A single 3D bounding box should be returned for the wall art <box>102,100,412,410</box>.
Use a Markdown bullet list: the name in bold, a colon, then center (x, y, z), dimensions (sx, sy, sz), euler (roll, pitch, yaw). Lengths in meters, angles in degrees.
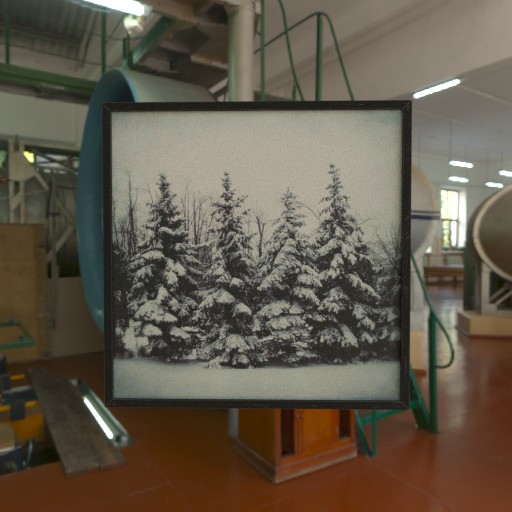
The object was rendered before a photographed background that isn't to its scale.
- **wall art**: center (0.000, 0.000, 0.747), dimensions (0.506, 0.506, 0.036), euler (0, 1, 1)
